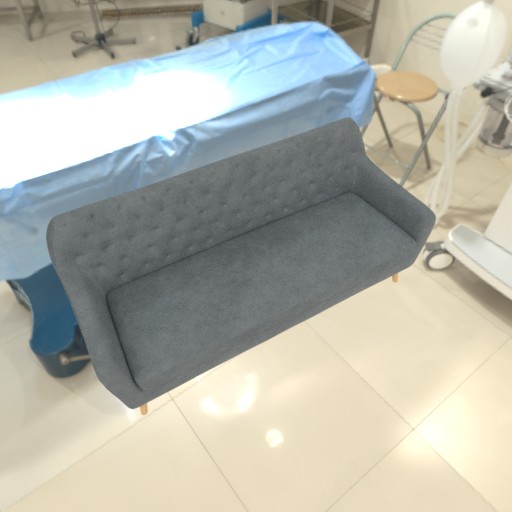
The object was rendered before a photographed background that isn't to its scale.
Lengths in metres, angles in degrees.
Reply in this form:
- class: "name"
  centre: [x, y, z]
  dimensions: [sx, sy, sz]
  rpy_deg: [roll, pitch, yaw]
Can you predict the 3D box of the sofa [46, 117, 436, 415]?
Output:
- class: "sofa"
  centre: [0.000, 0.000, 2.495]
  dimensions: [1.975, 0.832, 0.841]
  rpy_deg: [-24, 52, -20]
